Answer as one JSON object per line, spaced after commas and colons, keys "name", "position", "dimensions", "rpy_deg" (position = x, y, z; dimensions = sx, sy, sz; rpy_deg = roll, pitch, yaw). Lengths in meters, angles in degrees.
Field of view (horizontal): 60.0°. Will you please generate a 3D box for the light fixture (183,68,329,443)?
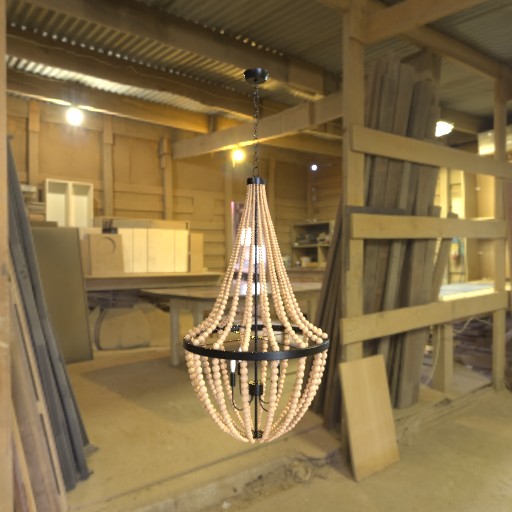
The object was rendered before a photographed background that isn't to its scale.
{"name": "light fixture", "position": [0.000, 0.000, 1.379], "dimensions": [0.450, 1.133, 0.450], "rpy_deg": [0, 0, 0]}
